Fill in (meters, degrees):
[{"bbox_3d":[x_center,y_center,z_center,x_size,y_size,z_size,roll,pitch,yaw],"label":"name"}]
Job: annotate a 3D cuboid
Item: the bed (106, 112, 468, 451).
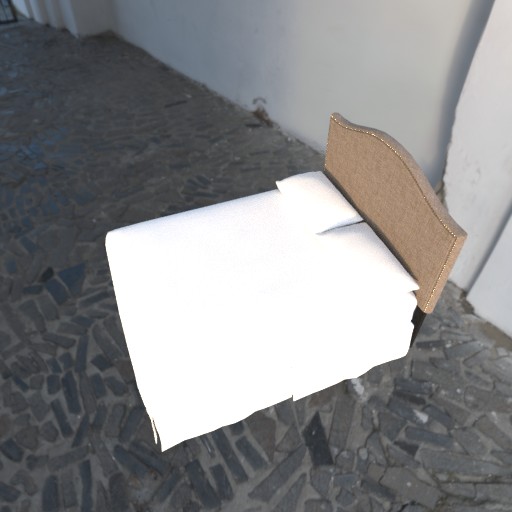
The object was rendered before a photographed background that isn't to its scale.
[{"bbox_3d":[0.000,0.000,3.353,2.153,1.518,1.713,-16,48,-15],"label":"bed"}]
